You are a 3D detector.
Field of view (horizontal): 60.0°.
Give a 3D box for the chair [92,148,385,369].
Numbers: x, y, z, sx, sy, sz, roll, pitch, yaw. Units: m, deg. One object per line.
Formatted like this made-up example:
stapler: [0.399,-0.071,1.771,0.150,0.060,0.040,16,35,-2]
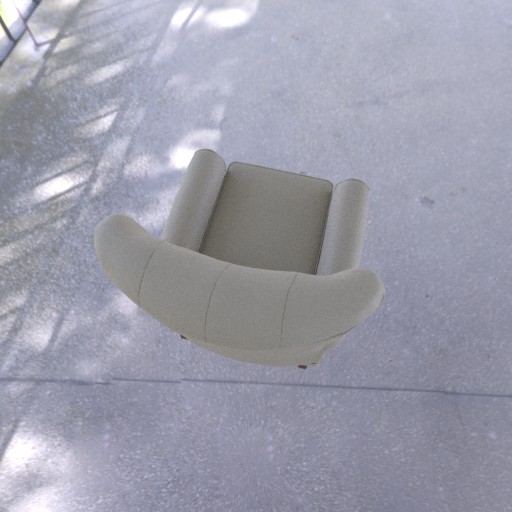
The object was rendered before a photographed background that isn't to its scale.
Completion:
chair: [0.000,0.000,1.946,0.943,1.158,1.059,13,65,6]
